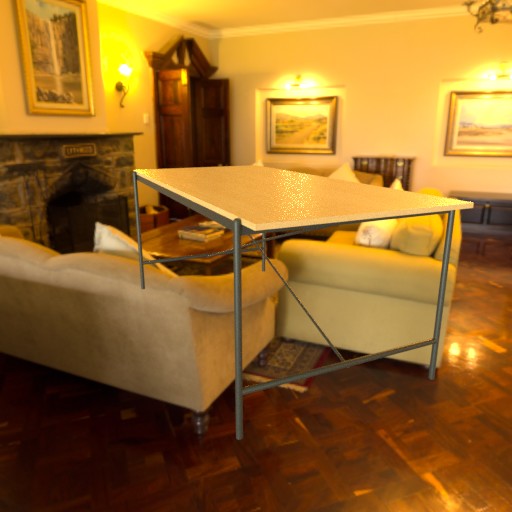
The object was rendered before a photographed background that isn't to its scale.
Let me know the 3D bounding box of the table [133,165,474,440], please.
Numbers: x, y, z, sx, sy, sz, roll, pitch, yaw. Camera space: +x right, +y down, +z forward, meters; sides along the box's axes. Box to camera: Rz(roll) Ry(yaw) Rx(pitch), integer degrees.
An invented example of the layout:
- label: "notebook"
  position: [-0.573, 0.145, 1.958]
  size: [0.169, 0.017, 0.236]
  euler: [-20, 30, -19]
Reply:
- label: "table"
  position: [0.000, 0.000, 2.277]
  size: [0.900, 0.758, 1.800]
  euler: [-7, 18, -24]
